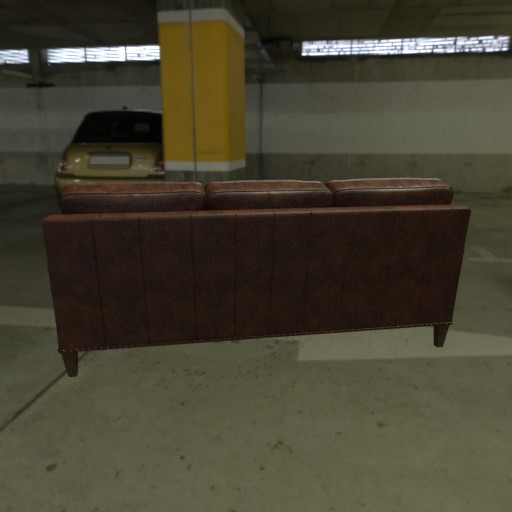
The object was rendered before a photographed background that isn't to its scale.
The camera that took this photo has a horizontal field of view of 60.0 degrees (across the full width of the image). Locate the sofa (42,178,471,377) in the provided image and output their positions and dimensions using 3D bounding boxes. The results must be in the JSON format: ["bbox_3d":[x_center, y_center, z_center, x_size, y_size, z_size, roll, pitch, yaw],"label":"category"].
[{"bbox_3d":[0.000,0.000,2.777,2.240,1.003,1.084,-2,15,-9],"label":"sofa"}]
